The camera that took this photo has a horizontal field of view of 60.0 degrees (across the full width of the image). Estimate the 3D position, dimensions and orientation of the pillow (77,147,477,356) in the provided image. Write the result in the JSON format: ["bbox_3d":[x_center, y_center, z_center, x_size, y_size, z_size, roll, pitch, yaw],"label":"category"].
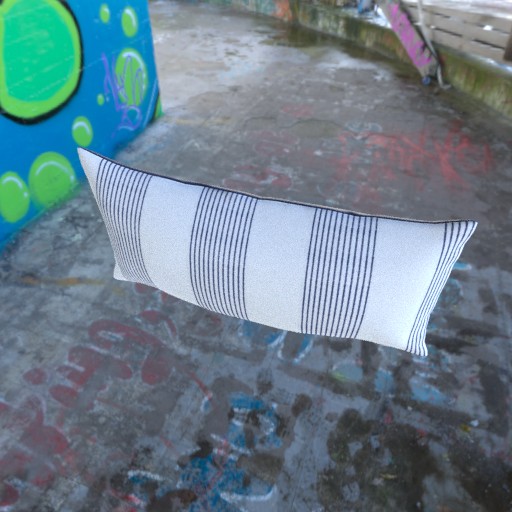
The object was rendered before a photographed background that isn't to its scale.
[{"bbox_3d":[0.000,0.000,0.731,0.610,0.287,0.151,13,43,14],"label":"pillow"}]
